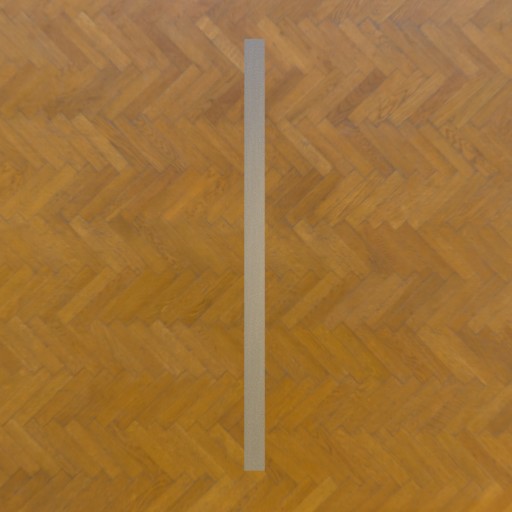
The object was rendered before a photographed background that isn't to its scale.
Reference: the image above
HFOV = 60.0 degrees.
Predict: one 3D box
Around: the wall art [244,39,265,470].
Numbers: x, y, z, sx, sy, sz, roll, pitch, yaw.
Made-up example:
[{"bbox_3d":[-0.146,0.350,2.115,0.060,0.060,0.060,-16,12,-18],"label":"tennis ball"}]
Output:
[{"bbox_3d":[0.000,0.000,1.232,0.038,0.806,0.806,0,89,0],"label":"wall art"}]
